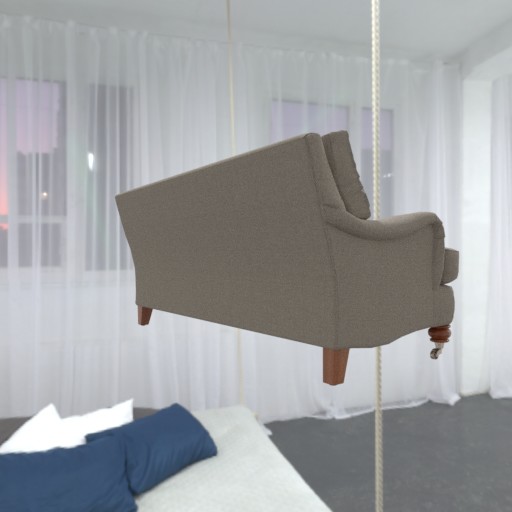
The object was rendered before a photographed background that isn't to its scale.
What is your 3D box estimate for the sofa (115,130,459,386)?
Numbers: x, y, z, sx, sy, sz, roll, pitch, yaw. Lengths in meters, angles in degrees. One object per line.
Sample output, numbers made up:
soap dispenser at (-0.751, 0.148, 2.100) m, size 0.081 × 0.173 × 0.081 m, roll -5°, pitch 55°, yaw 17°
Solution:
sofa at (0.000, 0.000, 2.796) m, size 1.087 × 1.054 × 2.160 m, roll 0°, pitch 0°, yaw -37°
